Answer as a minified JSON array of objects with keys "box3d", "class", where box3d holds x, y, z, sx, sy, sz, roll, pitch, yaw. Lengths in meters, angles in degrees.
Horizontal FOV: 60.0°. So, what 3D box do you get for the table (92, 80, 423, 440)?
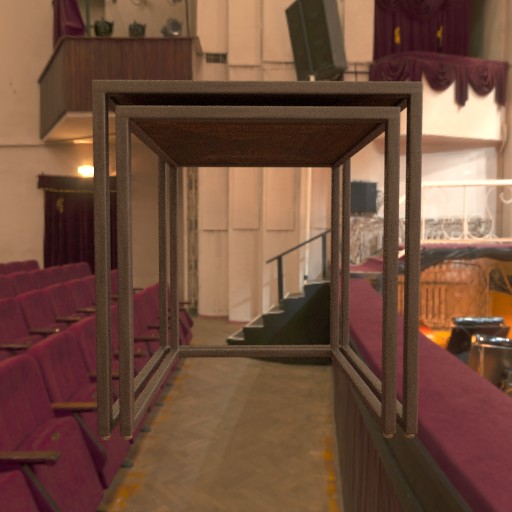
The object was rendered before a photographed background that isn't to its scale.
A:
[{"box3d":[0.000,0.000,0.834,0.450,0.500,0.449,0,3,-1],"class":"table"}]
